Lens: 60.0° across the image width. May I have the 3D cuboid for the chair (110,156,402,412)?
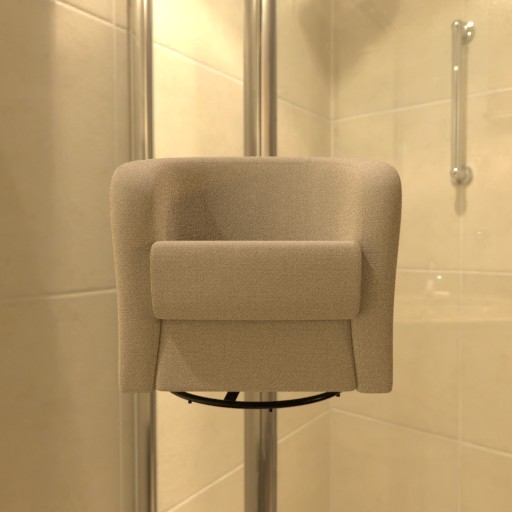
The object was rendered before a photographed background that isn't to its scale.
[{"bbox_3d":[0.000,0.000,1.441,0.791,0.771,0.815,0,2,0],"label":"chair"}]
